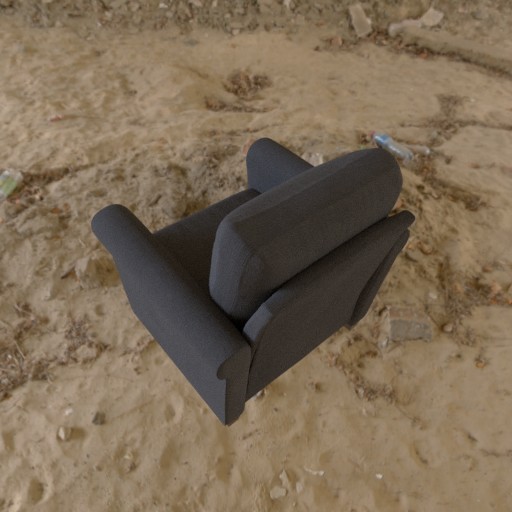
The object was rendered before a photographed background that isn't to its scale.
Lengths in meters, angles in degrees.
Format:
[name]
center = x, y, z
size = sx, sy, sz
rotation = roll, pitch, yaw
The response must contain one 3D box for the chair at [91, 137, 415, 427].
[chair]
center = 0.000, 0.000, 1.646
size = 0.867, 0.942, 0.828
rotation = -31, 53, -27
